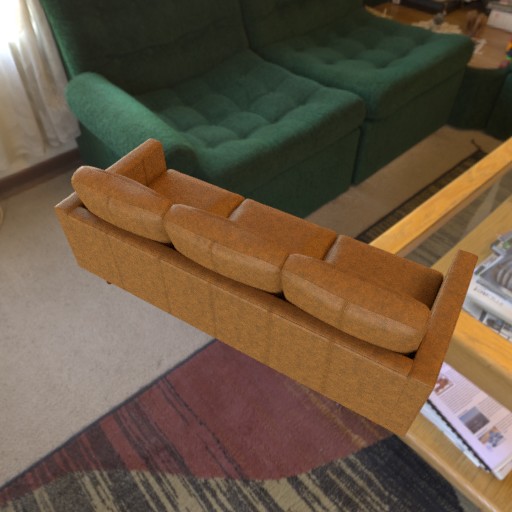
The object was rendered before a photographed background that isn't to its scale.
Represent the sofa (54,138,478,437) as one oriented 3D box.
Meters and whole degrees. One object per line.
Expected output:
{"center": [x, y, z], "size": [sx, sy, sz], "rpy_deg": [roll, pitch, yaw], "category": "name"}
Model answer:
{"center": [0.000, 0.000, 2.626], "size": [2.231, 0.930, 0.903], "rpy_deg": [23, 51, 21], "category": "sofa"}
